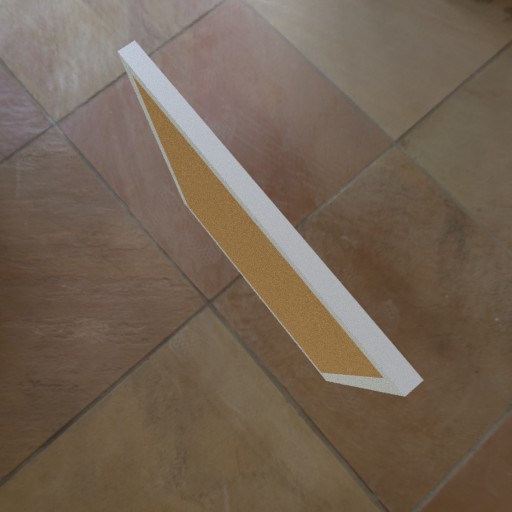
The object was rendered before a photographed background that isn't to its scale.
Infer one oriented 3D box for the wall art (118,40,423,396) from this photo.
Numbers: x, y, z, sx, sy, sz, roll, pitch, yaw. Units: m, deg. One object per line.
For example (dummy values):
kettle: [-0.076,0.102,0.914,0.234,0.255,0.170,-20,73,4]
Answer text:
wall art: [0.000,0.000,1.103,0.038,0.762,0.762,-37,79,-9]
